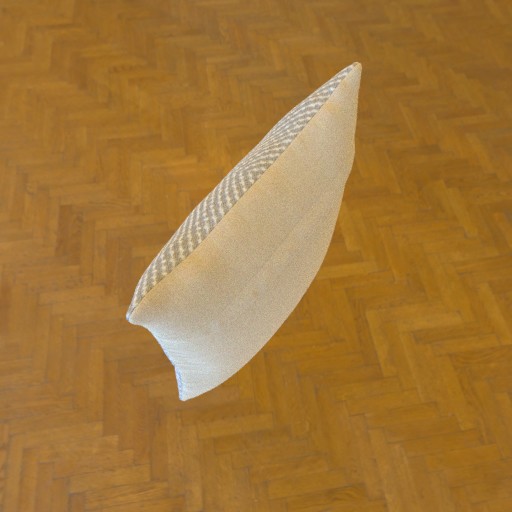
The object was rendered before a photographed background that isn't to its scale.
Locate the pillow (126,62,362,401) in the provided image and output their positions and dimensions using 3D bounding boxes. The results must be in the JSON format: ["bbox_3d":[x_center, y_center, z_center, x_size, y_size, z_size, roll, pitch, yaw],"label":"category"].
[{"bbox_3d":[0.000,0.000,0.716,0.181,0.458,0.459,32,66,16],"label":"pillow"}]
